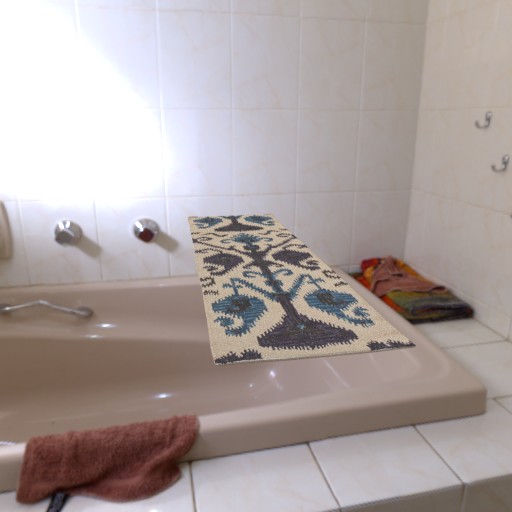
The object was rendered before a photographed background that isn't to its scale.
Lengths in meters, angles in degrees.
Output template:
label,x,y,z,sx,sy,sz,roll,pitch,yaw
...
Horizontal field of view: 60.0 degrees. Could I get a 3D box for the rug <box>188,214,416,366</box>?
label,x,y,z,sx,sy,sz,roll,pitch,yaw
rug,0.000,0.000,2.530,0.692,0.017,2.301,-3,17,-10
